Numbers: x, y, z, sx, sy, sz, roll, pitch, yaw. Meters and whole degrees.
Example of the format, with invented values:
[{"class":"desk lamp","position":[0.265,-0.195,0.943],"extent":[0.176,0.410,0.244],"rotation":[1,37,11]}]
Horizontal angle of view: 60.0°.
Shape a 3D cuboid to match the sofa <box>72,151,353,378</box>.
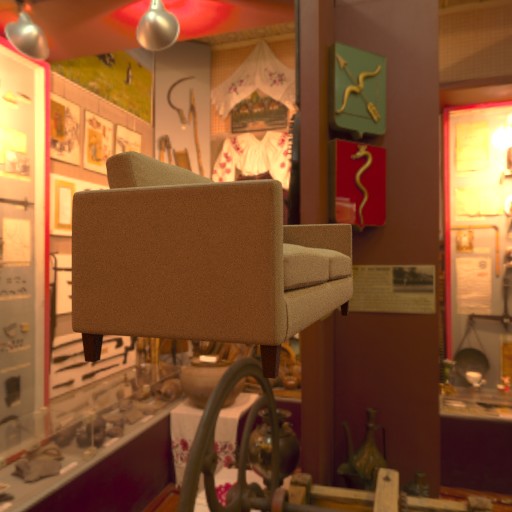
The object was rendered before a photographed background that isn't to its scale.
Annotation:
[{"class":"sofa","position":[0.000,0.000,2.742],"extent":[0.948,0.932,2.181],"rotation":[0,-1,19]}]
